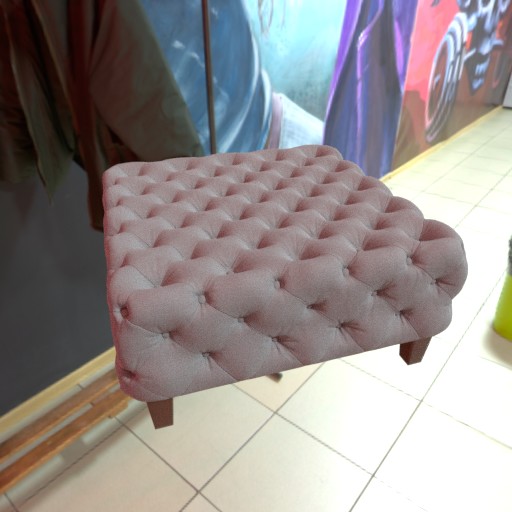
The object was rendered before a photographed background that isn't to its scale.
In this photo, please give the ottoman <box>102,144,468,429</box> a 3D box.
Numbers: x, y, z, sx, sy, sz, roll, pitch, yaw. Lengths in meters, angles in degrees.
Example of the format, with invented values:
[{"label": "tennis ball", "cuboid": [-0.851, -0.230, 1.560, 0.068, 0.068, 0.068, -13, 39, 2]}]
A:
[{"label": "ottoman", "cuboid": [0.000, 0.000, 1.430, 0.911, 0.439, 0.917, -9, 32, -15]}]
